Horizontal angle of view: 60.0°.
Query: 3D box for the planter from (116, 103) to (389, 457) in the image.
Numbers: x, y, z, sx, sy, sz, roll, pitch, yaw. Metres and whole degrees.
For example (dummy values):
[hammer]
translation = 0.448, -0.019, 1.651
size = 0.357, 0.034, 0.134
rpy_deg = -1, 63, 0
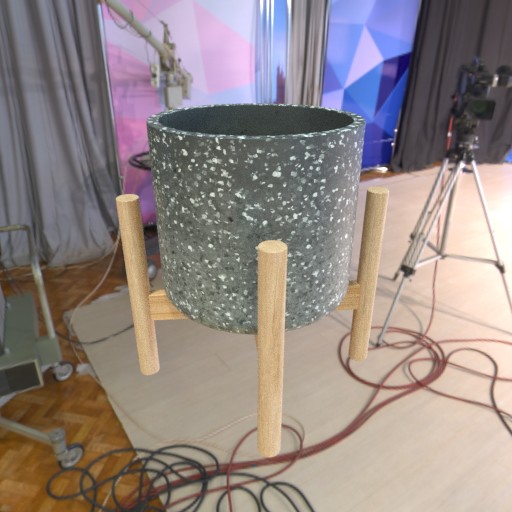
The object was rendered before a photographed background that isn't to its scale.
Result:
[planter]
translation = 0.000, 0.000, 0.529
size = 0.284, 0.320, 0.284
rpy_deg = 8, 27, 15
